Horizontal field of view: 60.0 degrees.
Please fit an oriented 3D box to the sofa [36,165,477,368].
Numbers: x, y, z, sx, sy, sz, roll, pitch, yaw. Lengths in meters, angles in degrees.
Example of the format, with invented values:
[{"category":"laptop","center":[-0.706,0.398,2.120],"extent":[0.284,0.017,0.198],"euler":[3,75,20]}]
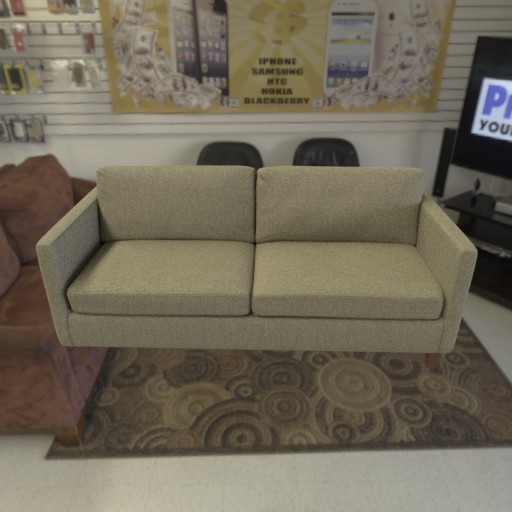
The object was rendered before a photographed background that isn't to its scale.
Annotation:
[{"category":"sofa","center":[0.000,0.000,2.684],"extent":[2.208,0.960,0.956],"euler":[1,28,1]}]
